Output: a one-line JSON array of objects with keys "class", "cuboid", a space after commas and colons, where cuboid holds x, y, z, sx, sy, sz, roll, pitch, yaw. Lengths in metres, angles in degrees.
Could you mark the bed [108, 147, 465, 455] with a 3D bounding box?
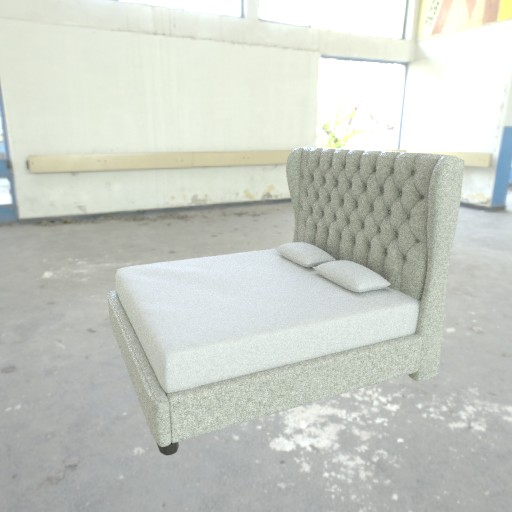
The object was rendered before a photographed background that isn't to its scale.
[{"class": "bed", "cuboid": [0.000, 0.000, 3.872, 2.347, 1.771, 2.219, -7, 17, -24]}]
